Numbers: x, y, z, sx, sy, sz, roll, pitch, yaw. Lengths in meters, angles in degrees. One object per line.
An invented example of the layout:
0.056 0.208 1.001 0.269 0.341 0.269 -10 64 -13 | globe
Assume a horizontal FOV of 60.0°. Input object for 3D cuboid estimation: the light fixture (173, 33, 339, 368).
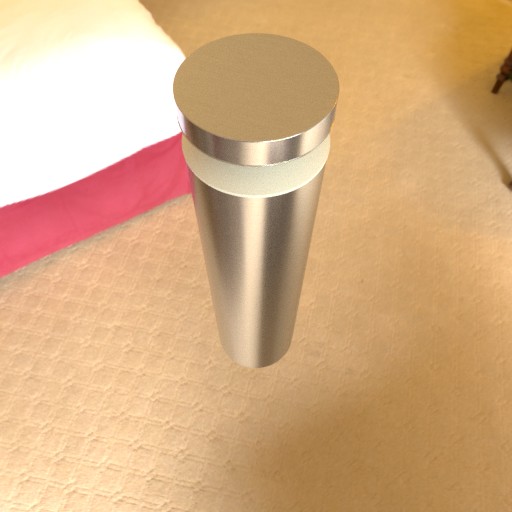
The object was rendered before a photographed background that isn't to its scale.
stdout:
0.000 0.000 0.436 0.102 0.400 0.102 17 60 10 | light fixture
